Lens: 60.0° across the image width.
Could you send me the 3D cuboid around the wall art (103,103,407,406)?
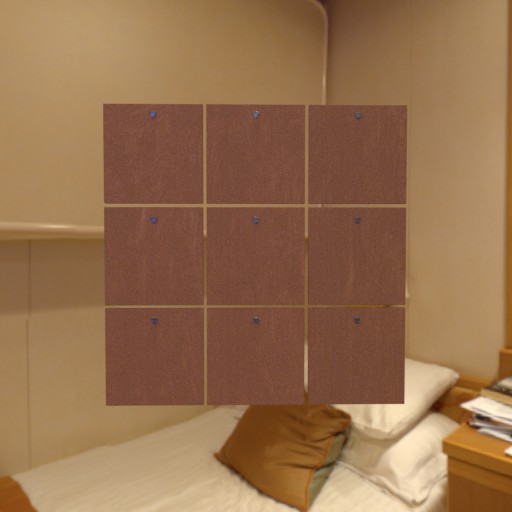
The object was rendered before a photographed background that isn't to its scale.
[{"bbox_3d":[0.000,0.000,1.348,0.915,0.913,0.018,0,2,-1],"label":"wall art"}]
